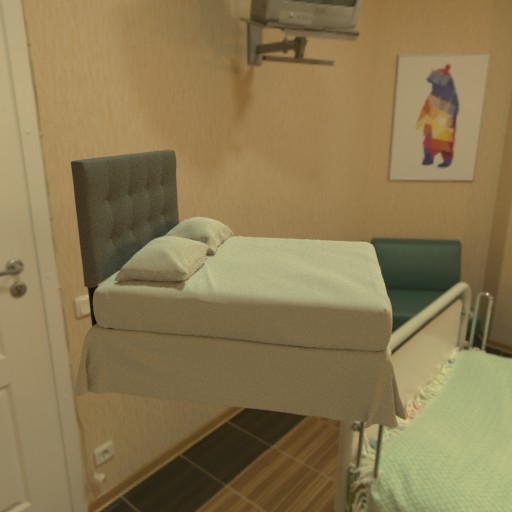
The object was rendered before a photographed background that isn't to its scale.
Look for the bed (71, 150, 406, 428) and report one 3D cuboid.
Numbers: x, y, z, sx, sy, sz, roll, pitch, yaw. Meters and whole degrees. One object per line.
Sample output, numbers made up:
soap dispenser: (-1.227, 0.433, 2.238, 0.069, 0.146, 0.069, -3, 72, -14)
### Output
bed: (0.000, 0.000, 3.542, 2.222, 1.577, 1.936, 3, 16, 10)
